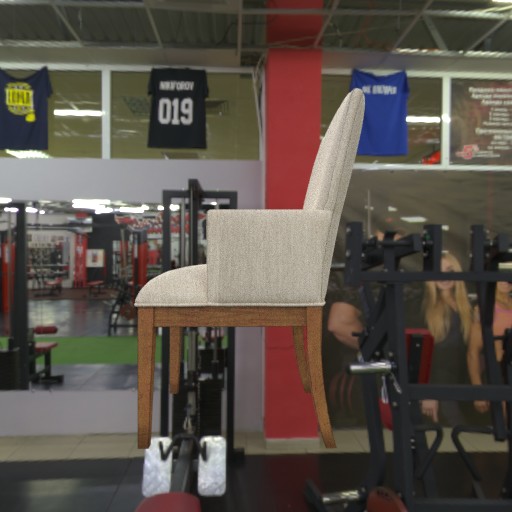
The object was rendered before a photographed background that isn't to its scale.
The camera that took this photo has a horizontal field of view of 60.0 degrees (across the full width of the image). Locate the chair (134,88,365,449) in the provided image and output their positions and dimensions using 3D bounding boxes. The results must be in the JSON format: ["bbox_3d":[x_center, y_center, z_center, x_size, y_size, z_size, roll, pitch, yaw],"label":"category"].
[{"bbox_3d":[0.000,0.000,1.411,0.641,1.016,0.533,0,1,0],"label":"chair"}]
